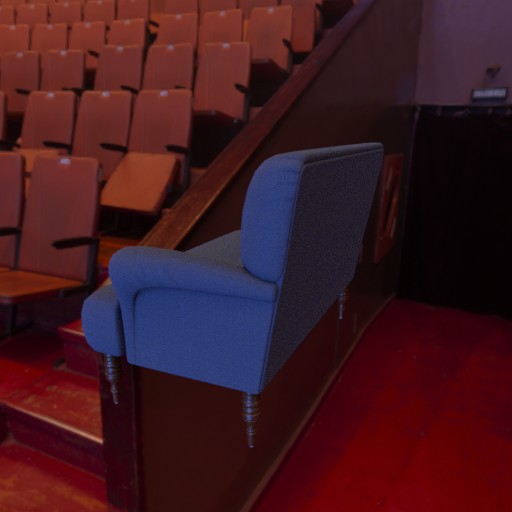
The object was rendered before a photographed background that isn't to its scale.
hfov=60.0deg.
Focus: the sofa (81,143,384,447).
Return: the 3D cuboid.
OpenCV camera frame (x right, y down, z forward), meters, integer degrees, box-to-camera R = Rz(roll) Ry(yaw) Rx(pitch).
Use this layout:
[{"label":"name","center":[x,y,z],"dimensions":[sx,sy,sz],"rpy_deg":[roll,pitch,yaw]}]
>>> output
[{"label":"sofa","center":[0.000,0.000,1.823],"dimensions":[0.779,0.889,1.297],"rpy_deg":[7,17,24]}]
